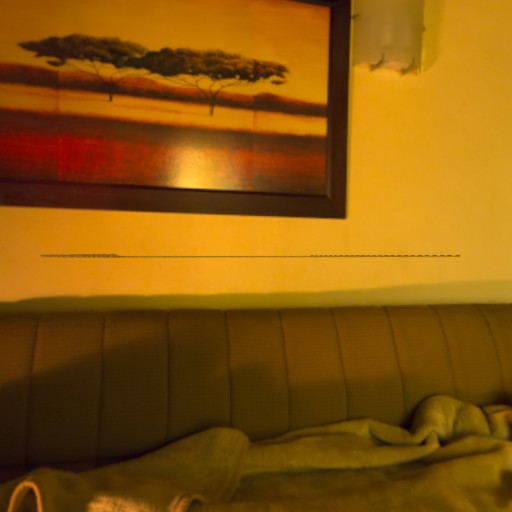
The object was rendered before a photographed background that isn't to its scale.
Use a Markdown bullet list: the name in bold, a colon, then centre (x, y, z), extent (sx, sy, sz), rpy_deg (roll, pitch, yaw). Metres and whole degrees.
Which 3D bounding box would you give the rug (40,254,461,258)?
- **rug**: centre (0.000, 0.000, 2.303), extent (1.875, 0.013, 1.162), rpy_deg (0, 0, -35)
